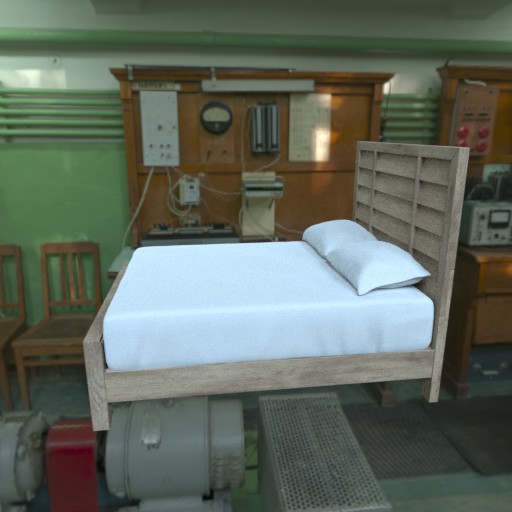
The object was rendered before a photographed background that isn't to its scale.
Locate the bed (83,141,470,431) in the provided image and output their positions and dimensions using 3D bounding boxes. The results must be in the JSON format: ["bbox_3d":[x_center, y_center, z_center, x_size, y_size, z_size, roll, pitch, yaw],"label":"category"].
[{"bbox_3d":[0.000,0.000,3.326,2.197,1.626,1.626,-2,16,-8],"label":"bed"}]
